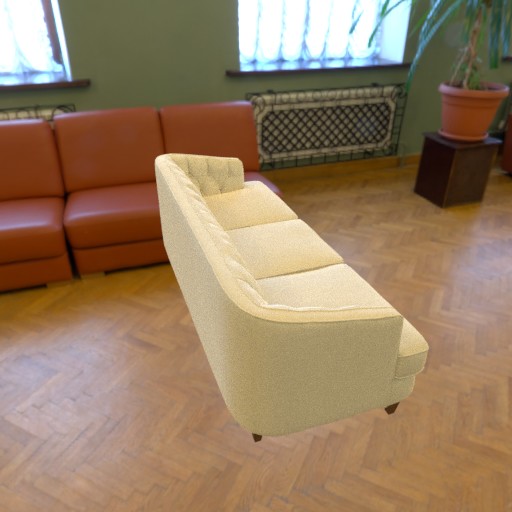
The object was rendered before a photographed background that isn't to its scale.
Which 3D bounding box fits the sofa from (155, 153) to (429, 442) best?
[{"bbox_3d":[0.000,0.000,2.835,0.941,0.855,2.278,-11,32,-17],"label":"sofa"}]
